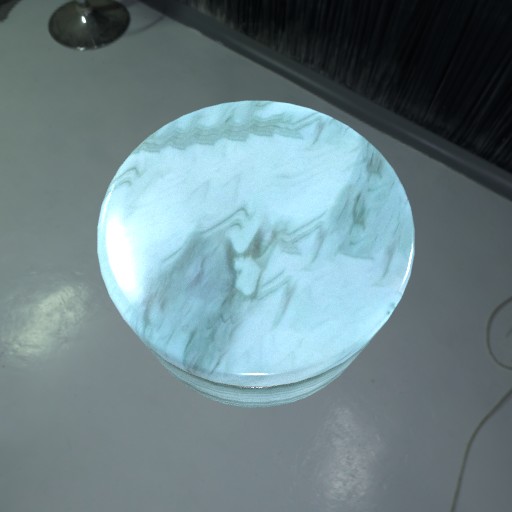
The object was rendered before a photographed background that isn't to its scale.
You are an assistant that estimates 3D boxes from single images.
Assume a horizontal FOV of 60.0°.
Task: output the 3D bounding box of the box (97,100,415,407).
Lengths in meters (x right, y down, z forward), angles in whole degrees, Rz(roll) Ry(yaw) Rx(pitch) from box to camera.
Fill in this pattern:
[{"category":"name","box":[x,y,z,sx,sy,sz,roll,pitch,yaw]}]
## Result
[{"category":"box","box":[0.000,0.000,0.166,0.101,0.063,0.101,0,64,0]}]
